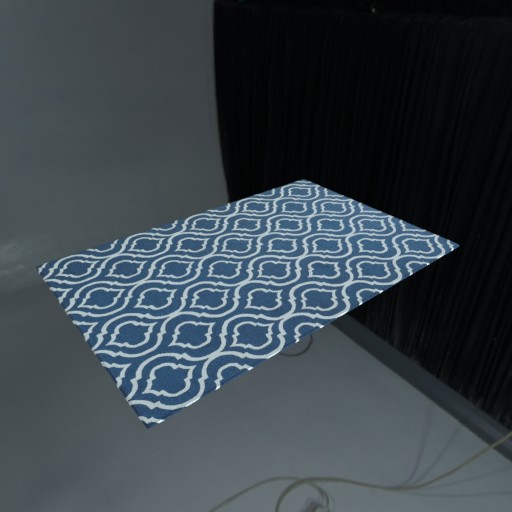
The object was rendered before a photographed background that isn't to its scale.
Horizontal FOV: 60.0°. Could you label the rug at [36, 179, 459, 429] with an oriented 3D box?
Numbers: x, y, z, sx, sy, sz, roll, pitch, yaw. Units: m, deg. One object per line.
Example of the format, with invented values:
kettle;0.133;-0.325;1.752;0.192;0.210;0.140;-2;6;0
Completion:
rug;0.000;0.000;2.177;1.753;0.010;1.143;-23;38;-32
